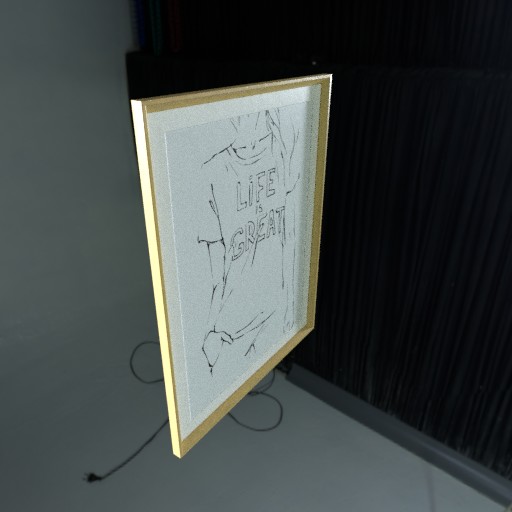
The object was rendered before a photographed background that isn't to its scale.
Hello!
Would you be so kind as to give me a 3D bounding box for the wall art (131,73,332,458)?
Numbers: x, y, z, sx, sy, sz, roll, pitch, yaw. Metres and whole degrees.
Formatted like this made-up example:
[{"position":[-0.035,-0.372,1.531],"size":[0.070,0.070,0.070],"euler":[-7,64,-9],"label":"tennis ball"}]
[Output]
[{"position":[0.000,0.000,1.378],"size":[0.030,1.002,0.798],"euler":[18,32,32],"label":"wall art"}]
